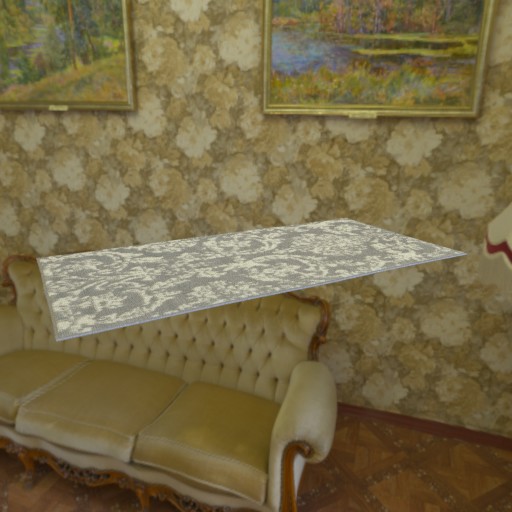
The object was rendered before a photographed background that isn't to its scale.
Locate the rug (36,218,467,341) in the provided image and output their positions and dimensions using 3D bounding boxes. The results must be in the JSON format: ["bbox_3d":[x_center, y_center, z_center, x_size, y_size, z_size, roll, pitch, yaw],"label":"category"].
[{"bbox_3d":[0.000,0.000,1.395,1.219,0.007,0.604,-9,19,-27],"label":"rug"}]
